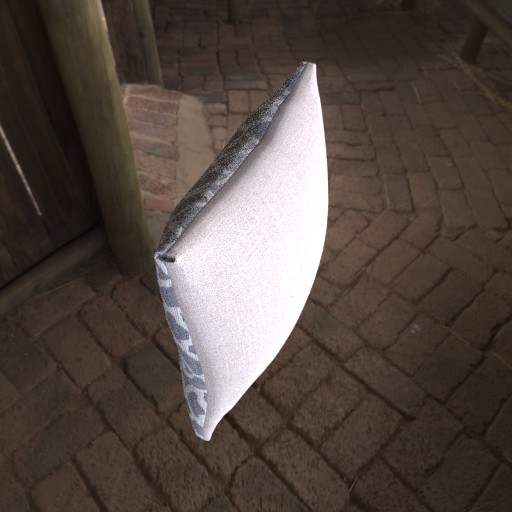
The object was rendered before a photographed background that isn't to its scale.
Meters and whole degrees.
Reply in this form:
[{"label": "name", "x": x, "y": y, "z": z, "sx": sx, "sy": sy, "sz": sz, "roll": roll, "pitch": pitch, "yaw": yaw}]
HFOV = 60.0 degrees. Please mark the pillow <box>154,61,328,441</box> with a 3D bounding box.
[{"label": "pillow", "x": 0.000, "y": 0.000, "z": 0.787, "sx": 0.215, "sy": 0.498, "sz": 0.508, "roll": 16, "pitch": 49, "yaw": 15}]
